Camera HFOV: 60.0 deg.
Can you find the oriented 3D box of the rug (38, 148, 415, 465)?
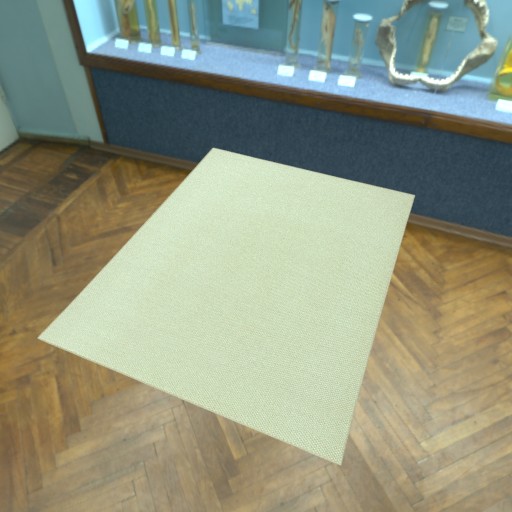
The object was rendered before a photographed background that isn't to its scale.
[{"bbox_3d":[0.000,0.000,4.135,2.462,0.018,3.039,17,48,16],"label":"rug"}]
